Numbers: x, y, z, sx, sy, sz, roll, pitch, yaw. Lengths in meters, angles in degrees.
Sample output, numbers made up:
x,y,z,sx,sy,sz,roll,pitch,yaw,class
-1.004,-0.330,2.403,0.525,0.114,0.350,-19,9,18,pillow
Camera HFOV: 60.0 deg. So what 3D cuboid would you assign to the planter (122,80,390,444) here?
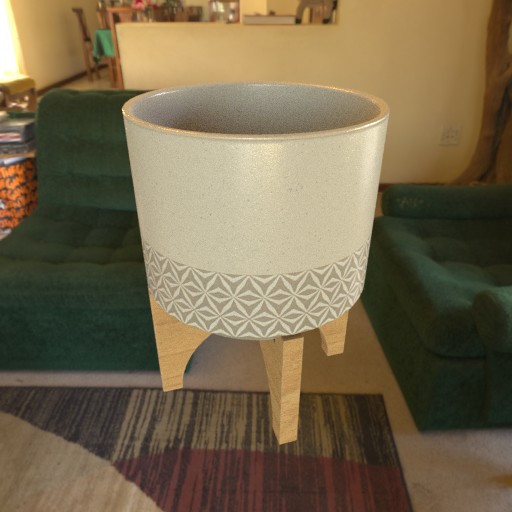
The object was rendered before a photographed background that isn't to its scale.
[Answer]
x,y,z,sx,sy,sz,roll,pitch,yaw,class
0.000,0.000,0.511,0.249,0.343,0.249,0,30,0,planter
